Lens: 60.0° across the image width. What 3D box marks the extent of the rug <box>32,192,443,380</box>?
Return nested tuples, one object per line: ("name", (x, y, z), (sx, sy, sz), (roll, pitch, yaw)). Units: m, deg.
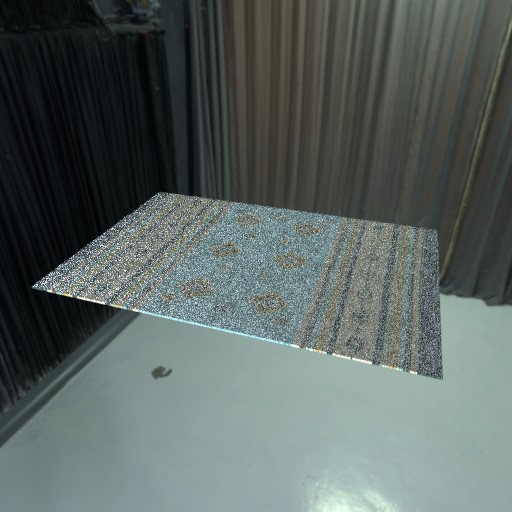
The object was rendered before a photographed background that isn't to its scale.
("rug", (0.000, 0.000, 2.323), (1.811, 0.010, 1.212), (10, 32, 16))
